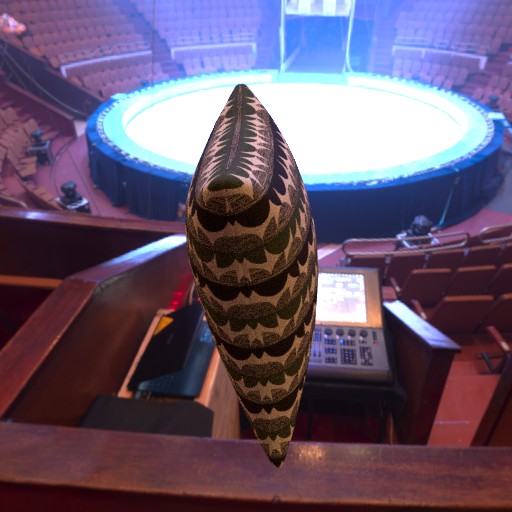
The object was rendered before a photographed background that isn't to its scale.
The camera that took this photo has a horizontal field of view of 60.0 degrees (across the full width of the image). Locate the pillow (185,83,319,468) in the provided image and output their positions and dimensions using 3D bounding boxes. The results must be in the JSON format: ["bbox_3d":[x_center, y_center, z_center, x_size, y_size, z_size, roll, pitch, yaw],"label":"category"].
[{"bbox_3d":[0.000,0.000,0.650,0.180,0.404,0.419,0,32,0],"label":"pillow"}]
